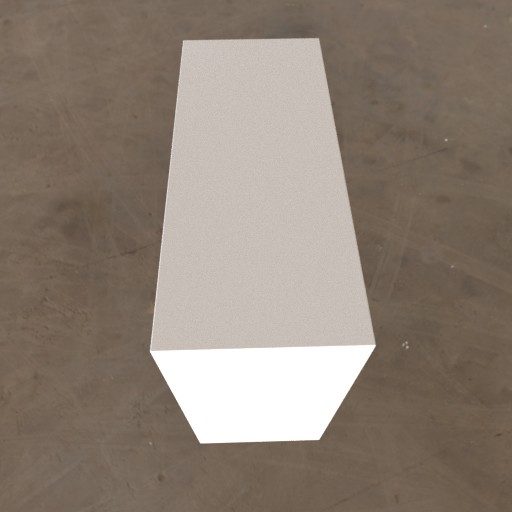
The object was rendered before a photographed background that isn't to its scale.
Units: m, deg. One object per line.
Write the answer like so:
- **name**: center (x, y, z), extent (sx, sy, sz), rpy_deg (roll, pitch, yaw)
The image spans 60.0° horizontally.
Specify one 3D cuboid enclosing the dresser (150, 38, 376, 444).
- **dresser**: center (0.000, 0.000, 1.617), extent (0.460, 1.000, 1.100), rpy_deg (-1, 57, -1)
